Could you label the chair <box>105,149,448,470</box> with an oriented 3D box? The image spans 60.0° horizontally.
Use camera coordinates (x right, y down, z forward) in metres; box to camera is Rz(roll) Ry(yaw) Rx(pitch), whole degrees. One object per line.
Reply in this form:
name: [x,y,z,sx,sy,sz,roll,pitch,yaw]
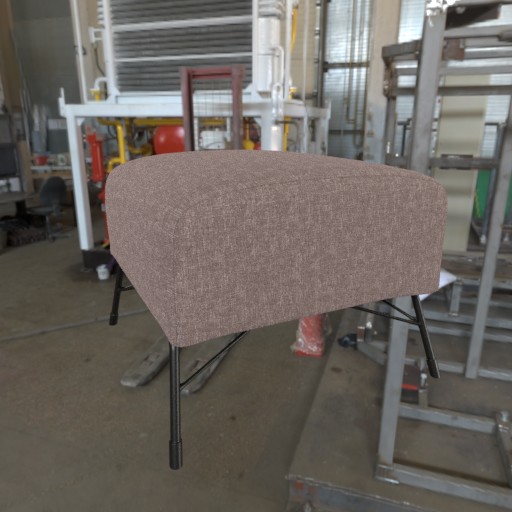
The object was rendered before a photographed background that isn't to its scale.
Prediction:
chair: [0.000,0.000,0.897,0.530,0.410,0.530,-8,19,-26]
